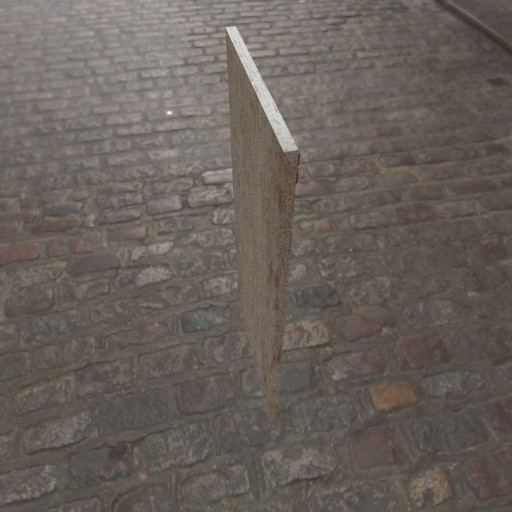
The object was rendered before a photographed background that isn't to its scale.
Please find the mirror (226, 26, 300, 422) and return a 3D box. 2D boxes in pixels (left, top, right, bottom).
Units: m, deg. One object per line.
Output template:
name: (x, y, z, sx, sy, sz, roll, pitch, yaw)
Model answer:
mirror: (0.000, 0.000, 1.113, 0.027, 0.922, 0.472, -9, 48, -9)
